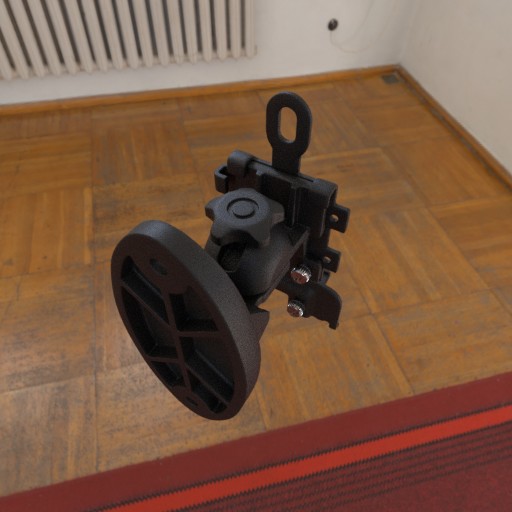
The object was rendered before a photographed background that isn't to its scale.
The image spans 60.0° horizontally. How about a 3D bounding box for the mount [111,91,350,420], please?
[{"bbox_3d":[0.000,0.000,0.177,0.066,0.118,0.100,24,52,20],"label":"mount"}]
